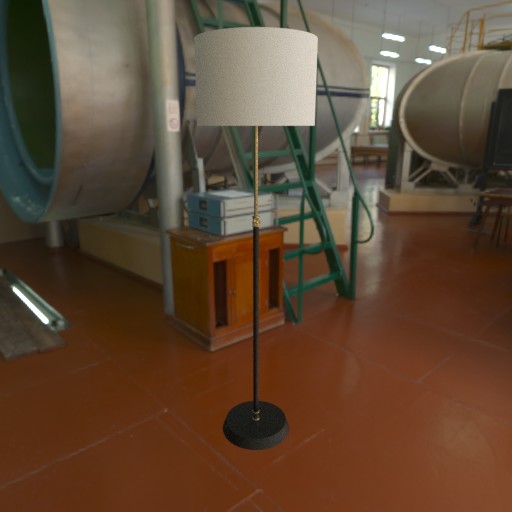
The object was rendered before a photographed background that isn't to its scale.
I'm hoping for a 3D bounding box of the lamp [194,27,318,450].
[{"bbox_3d":[0.000,0.000,1.672,0.404,1.517,0.404,-2,17,-7],"label":"lamp"}]
